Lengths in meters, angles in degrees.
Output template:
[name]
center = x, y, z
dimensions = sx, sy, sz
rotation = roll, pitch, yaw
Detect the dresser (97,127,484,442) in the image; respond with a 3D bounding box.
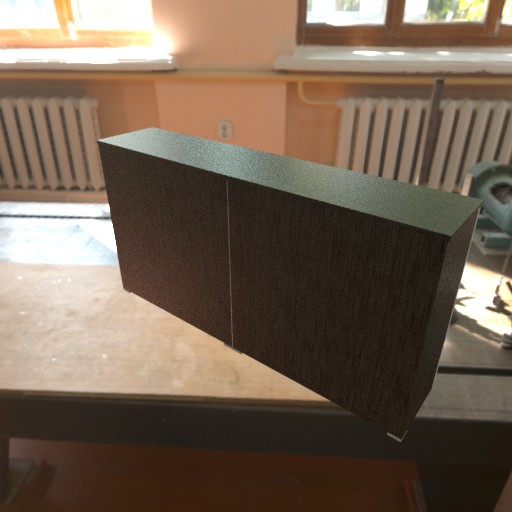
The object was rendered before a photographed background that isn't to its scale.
[dresser]
center = 0.000, 0.000, 1.855
dimensions = 1.535, 0.790, 0.333
rotation = 21, 35, 33
